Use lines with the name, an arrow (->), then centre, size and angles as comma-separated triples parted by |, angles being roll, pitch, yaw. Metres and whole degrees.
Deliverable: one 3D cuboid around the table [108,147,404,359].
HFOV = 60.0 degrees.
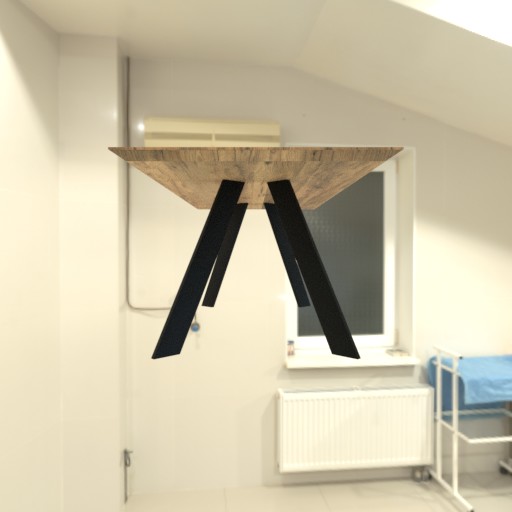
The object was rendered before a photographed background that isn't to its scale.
table -> 0.000, 0.000, 2.503 | 1.000, 0.770, 2.000 | 0, 1, 0
